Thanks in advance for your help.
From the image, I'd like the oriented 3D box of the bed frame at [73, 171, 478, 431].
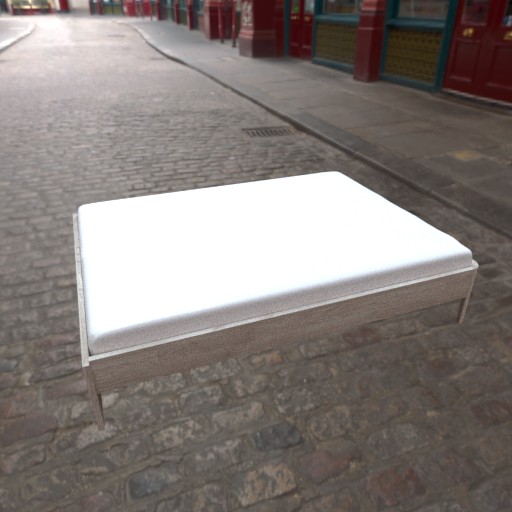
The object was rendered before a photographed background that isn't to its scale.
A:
[{"bbox_3d":[0.000,0.000,2.606,1.950,0.462,1.490,-11,31,-18],"label":"bed frame"}]
